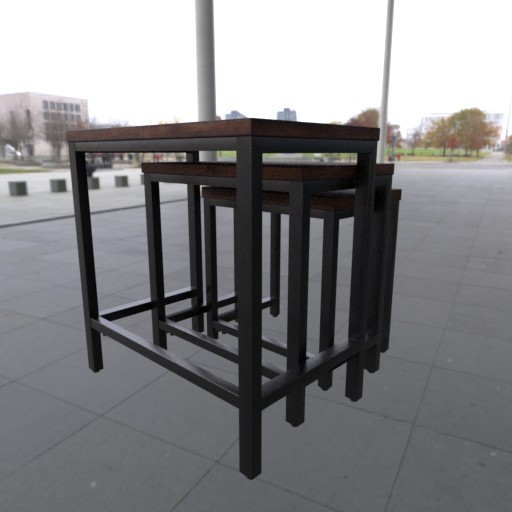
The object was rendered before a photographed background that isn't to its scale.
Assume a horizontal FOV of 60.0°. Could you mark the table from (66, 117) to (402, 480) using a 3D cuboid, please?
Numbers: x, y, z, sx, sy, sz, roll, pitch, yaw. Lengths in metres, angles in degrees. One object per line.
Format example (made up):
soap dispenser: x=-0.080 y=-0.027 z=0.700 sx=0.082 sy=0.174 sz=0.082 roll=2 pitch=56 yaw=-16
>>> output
table: x=0.000 y=0.000 z=1.139 sx=0.608 sy=0.616 sz=0.660 roll=12 pitch=18 yaw=42
